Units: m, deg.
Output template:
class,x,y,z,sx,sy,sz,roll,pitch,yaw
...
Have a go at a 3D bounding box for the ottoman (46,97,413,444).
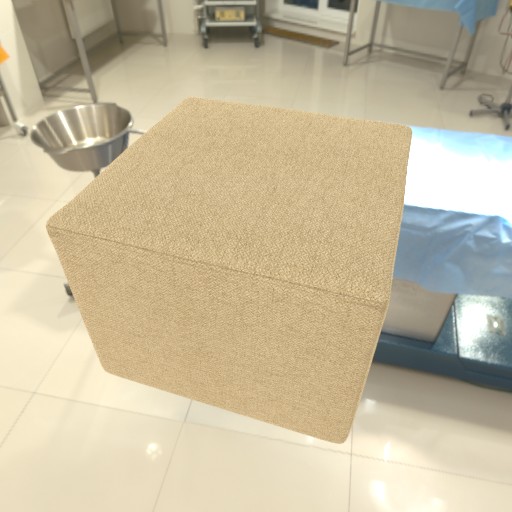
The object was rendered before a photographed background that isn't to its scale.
class,x,y,z,sx,sy,sz,roll,pitch,yaw
ottoman,0.000,0.000,0.888,0.508,0.432,0.508,12,43,14
